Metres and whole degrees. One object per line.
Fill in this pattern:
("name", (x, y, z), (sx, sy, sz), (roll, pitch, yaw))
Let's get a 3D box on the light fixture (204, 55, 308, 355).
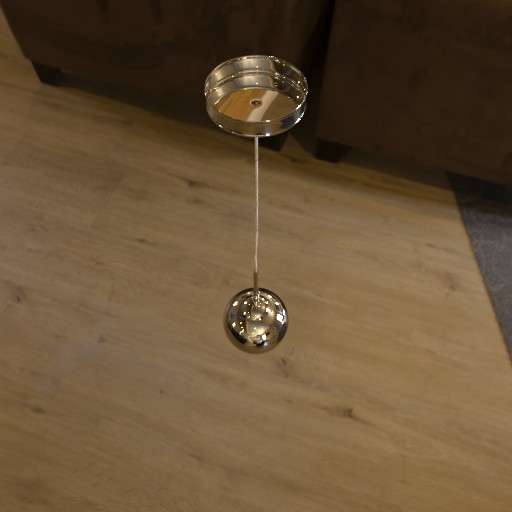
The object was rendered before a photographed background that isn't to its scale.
("light fixture", (0.000, 0.000, 1.718), (0.336, 1.538, 0.336), (31, 63, 18))
